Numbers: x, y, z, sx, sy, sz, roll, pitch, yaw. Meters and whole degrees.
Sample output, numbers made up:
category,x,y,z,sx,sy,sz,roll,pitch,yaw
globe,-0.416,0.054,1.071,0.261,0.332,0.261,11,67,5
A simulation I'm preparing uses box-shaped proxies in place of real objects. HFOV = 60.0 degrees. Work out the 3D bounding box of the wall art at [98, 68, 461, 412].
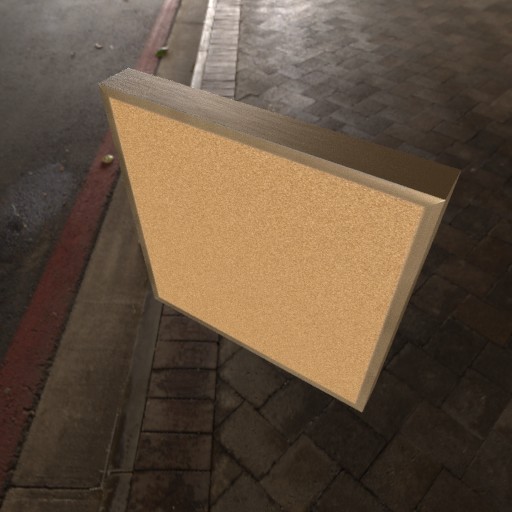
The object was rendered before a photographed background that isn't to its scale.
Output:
category,x,y,z,sx,sy,sz,roll,pitch,yaw
wall art,0.000,0.000,0.455,0.305,0.303,0.038,24,51,22
